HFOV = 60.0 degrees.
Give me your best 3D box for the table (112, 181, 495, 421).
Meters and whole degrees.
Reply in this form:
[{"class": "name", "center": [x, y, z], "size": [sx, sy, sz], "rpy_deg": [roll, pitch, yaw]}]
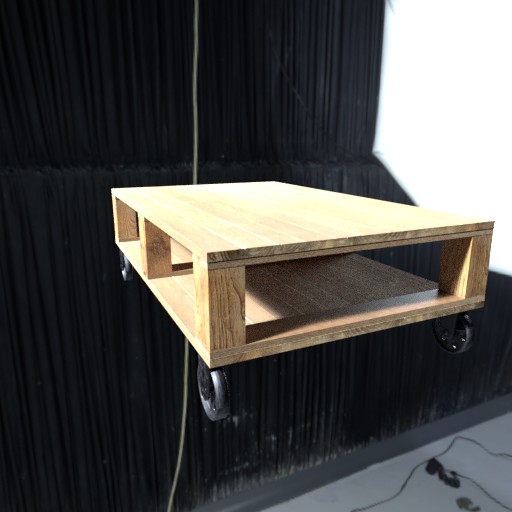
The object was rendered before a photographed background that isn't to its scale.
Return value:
[{"class": "table", "center": [0.000, 0.000, 1.655], "size": [0.827, 0.413, 1.299], "rpy_deg": [-7, 16, -24]}]
